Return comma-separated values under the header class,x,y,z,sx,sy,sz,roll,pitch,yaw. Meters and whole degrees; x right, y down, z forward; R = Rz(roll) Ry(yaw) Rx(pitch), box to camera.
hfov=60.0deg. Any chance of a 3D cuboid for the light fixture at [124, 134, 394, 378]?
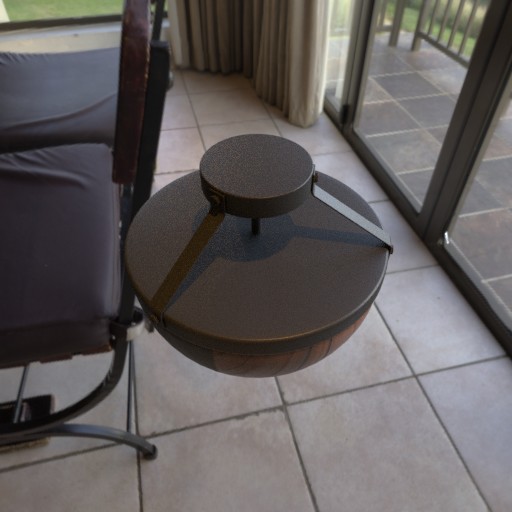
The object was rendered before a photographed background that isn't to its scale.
class,x,y,z,sx,sy,sz,roll,pitch,yaw
light fixture,0.000,0.000,0.545,0.304,0.269,0.304,0,45,0
